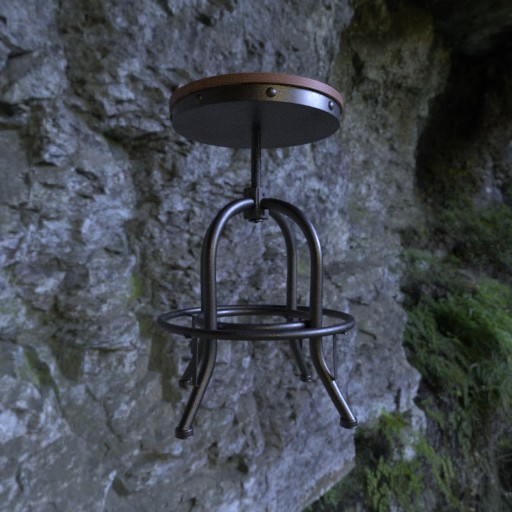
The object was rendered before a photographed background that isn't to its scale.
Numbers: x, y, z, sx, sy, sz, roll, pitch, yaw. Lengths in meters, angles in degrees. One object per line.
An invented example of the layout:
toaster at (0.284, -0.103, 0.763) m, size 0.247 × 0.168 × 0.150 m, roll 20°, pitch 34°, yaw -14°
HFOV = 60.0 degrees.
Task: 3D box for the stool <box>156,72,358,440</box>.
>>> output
stool at (0.000, 0.000, 0.907) m, size 0.439 × 0.609 × 0.439 m, roll 0°, pitch 0°, yaw 36°
